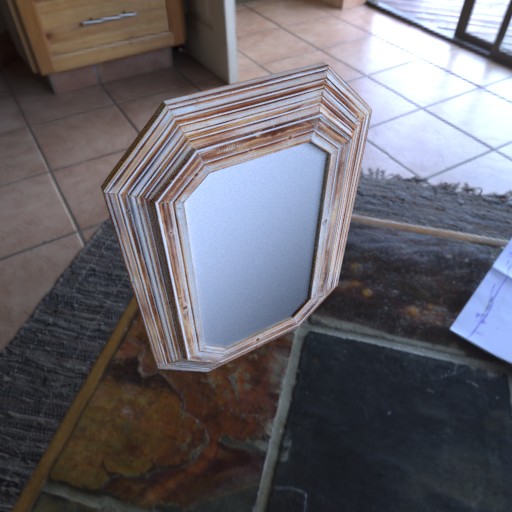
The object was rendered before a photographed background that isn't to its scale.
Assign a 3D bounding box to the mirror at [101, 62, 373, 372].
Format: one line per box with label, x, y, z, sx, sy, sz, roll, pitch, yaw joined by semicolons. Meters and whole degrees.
mirror;0.000;0.000;1.284;0.709;1.015;0.061;-22;50;-20
